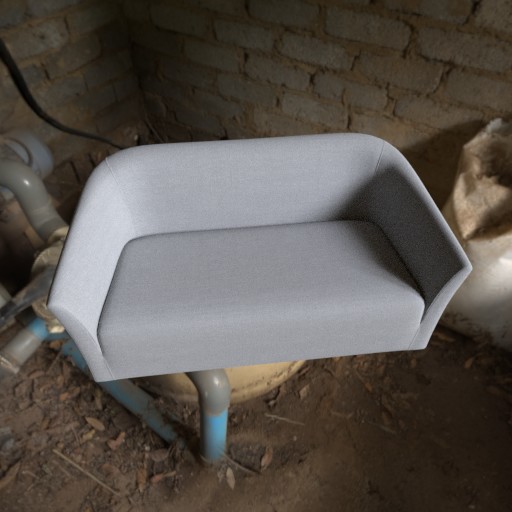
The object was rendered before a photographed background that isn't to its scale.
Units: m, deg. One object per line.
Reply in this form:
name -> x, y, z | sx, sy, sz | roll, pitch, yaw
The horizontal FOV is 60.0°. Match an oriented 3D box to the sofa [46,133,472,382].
sofa -> 0.000, 0.000, 1.875 | 1.452, 0.721, 0.705 | -5, 47, -4
